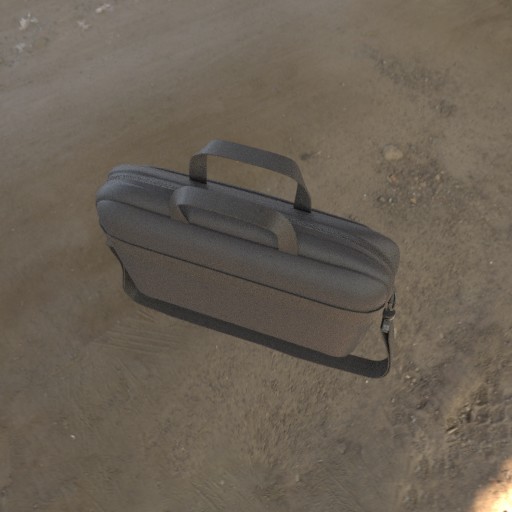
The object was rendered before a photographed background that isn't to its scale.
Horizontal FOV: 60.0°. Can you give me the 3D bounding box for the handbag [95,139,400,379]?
[{"bbox_3d":[0.000,0.000,0.565,0.429,0.330,0.126,17,63,9],"label":"handbag"}]
